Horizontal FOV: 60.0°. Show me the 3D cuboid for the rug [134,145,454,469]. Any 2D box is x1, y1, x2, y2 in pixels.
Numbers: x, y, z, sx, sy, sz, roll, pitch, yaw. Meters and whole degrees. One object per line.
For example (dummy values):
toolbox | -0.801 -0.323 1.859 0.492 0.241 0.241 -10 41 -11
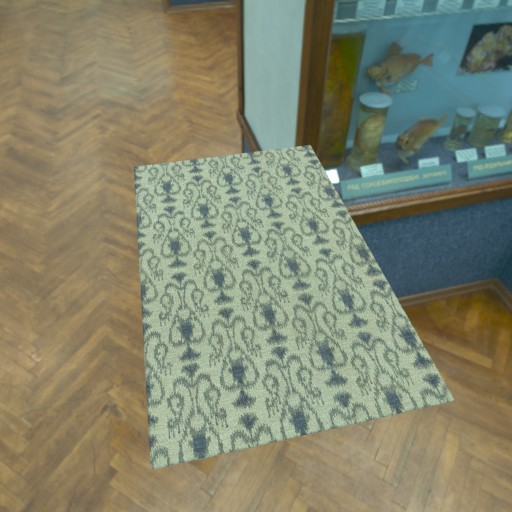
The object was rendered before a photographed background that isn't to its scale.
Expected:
rug | 0.000 0.000 2.004 1.035 0.006 1.652 -9 47 -9
